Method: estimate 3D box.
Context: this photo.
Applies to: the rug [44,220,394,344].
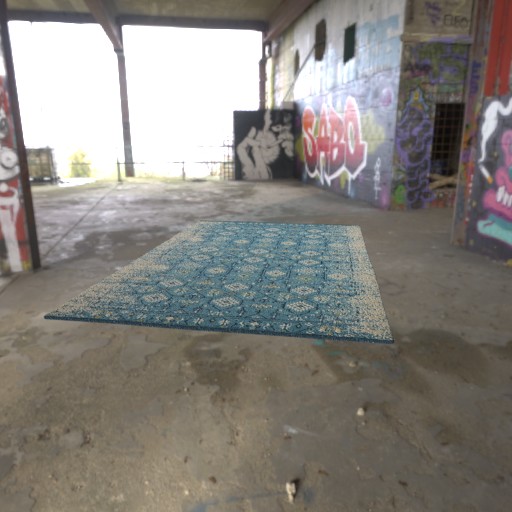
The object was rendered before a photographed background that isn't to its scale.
[{"bbox_3d":[0.000,0.000,3.018,1.530,0.015,2.449,2,15,9],"label":"rug"}]
